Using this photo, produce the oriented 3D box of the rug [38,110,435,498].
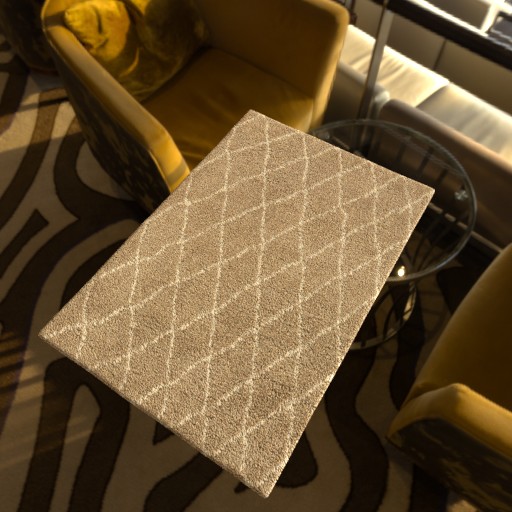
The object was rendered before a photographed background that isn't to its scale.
[{"bbox_3d":[0.000,0.000,2.229,1.219,0.030,1.778,28,63,16],"label":"rug"}]
